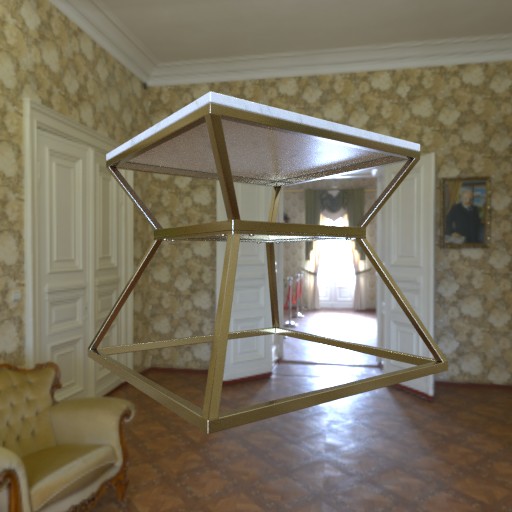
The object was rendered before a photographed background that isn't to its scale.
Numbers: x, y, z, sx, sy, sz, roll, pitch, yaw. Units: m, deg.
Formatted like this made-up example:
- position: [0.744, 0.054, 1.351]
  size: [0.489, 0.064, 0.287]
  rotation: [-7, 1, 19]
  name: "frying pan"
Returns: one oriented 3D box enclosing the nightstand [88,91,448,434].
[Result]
- position: [0.000, 0.000, 0.885]
  size: [0.513, 0.426, 0.514]
  rotation: [0, 0, -36]
  name: "nightstand"
